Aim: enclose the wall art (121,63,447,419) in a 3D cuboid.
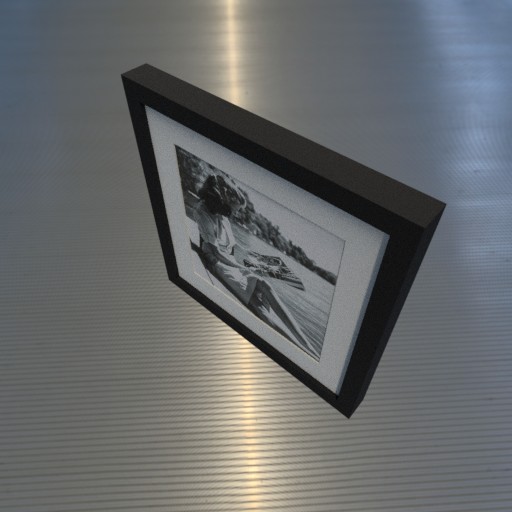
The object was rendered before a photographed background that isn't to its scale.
[{"bbox_3d":[0.000,0.000,0.466,0.308,0.305,0.030,33,56,26],"label":"wall art"}]
